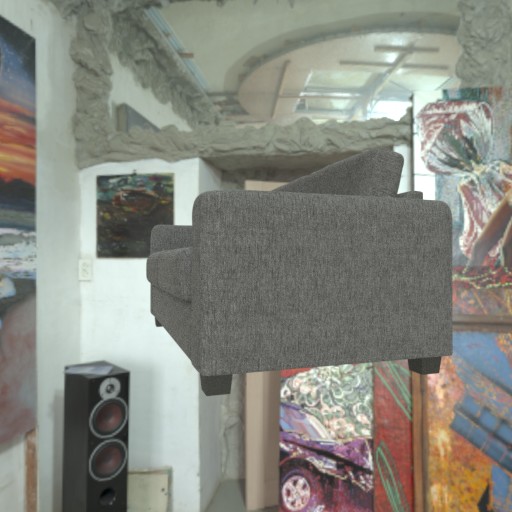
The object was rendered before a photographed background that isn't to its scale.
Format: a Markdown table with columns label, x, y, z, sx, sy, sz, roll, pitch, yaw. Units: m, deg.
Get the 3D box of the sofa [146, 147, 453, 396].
| label | x | y | z | sx | sy | sz | roll | pitch | yaw |
| --- | --- | --- | --- | --- | --- | --- | --- | --- | --- |
| sofa | 0.000 | 0.000 | 2.039 | 0.900 | 0.800 | 1.520 | 0 | 0 | -18 |
